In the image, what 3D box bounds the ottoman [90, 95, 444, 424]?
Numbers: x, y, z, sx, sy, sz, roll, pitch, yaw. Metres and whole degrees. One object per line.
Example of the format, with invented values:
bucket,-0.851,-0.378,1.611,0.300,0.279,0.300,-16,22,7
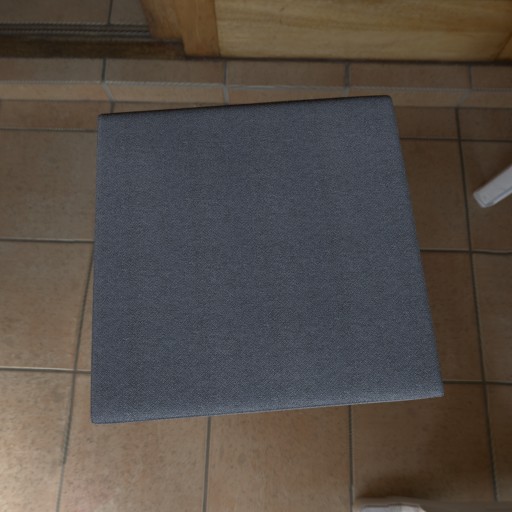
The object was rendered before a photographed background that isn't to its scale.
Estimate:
ottoman,0.000,0.000,1.476,0.981,0.378,0.970,-4,75,-1
